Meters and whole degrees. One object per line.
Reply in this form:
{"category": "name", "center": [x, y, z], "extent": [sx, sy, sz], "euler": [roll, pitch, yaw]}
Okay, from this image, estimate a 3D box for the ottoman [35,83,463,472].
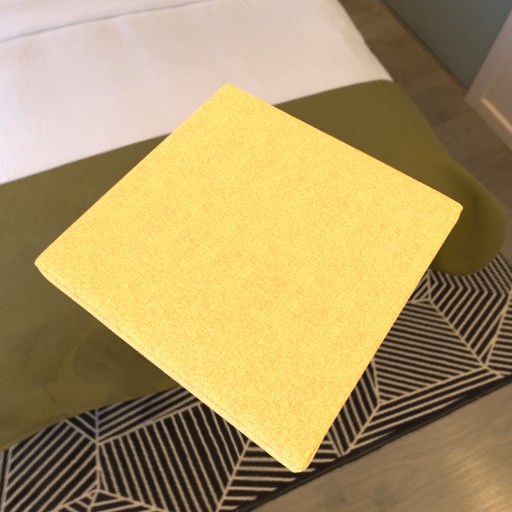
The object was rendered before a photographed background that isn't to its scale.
{"category": "ottoman", "center": [0.000, 0.000, 1.516], "extent": [0.981, 0.378, 0.970], "euler": [33, 67, 16]}
